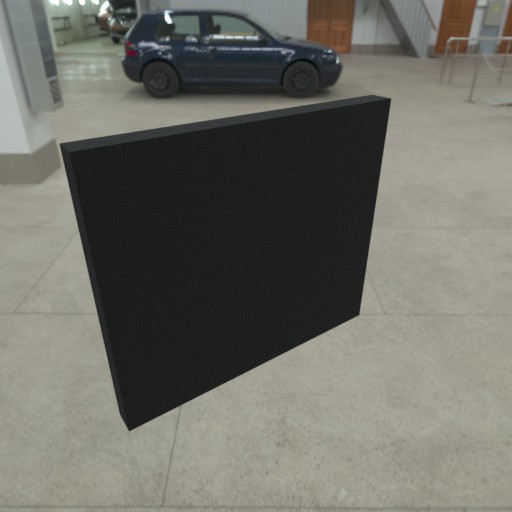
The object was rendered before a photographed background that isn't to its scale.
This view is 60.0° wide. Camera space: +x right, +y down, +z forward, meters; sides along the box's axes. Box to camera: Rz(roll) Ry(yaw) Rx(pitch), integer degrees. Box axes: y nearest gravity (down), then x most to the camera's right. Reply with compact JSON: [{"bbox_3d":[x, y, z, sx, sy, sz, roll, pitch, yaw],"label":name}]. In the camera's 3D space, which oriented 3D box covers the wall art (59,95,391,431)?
[{"bbox_3d":[0.000,0.000,0.537,0.381,0.330,0.031,-19,35,-30],"label":"wall art"}]
